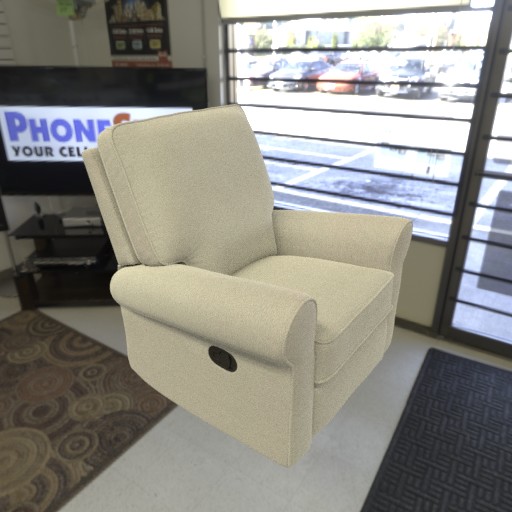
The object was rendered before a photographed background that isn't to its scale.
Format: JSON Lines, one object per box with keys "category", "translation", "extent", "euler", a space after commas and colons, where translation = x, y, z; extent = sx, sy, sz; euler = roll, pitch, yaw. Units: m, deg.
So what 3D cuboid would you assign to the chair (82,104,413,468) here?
{"category": "chair", "translation": [0.000, 0.000, 1.596], "extent": [0.878, 0.960, 0.890], "euler": [17, 30, 33]}
